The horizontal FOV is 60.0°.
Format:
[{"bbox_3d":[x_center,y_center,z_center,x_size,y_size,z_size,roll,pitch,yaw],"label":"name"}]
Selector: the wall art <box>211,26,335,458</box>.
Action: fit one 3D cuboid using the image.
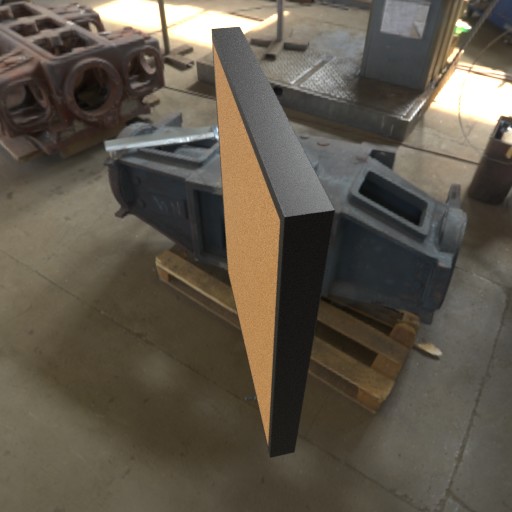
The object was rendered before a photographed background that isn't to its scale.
[{"bbox_3d":[0.000,0.000,0.482,0.030,0.369,0.294,-9,47,-8],"label":"wall art"}]
